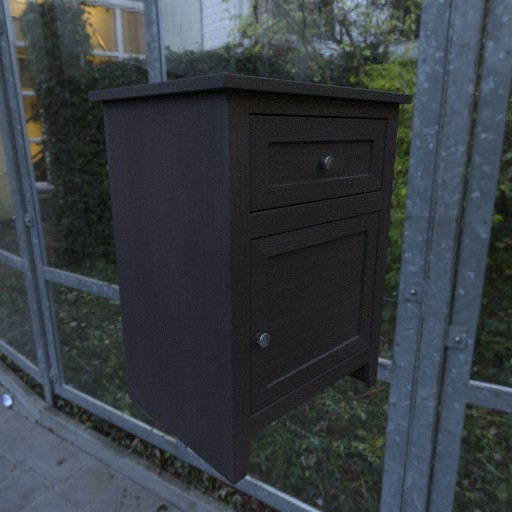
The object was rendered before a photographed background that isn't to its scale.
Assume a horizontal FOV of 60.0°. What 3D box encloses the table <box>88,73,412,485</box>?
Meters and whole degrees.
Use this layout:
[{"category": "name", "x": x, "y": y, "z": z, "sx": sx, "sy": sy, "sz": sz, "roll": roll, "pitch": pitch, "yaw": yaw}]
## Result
[{"category": "table", "x": 0.000, "y": 0.000, "z": 0.919, "sx": 0.480, "sy": 0.635, "sz": 0.381, "roll": -15, "pitch": 21, "yaw": -42}]
